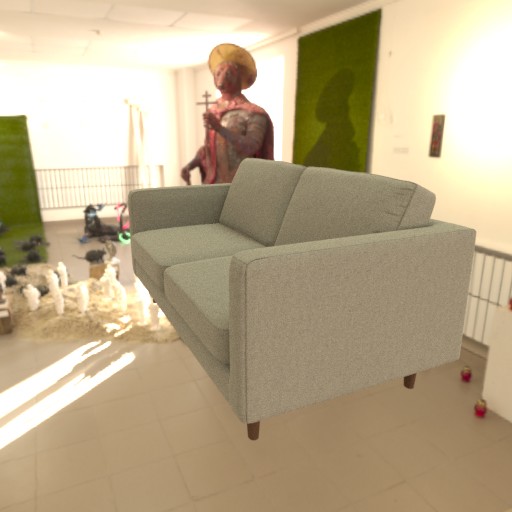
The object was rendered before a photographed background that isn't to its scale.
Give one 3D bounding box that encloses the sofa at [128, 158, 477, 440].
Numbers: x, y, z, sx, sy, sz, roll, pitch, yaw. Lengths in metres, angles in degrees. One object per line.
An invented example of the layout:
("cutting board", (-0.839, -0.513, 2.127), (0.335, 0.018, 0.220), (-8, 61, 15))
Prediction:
("sofa", (0.000, 0.000, 2.261), (1.000, 0.900, 1.731), (-8, 18, -25))
